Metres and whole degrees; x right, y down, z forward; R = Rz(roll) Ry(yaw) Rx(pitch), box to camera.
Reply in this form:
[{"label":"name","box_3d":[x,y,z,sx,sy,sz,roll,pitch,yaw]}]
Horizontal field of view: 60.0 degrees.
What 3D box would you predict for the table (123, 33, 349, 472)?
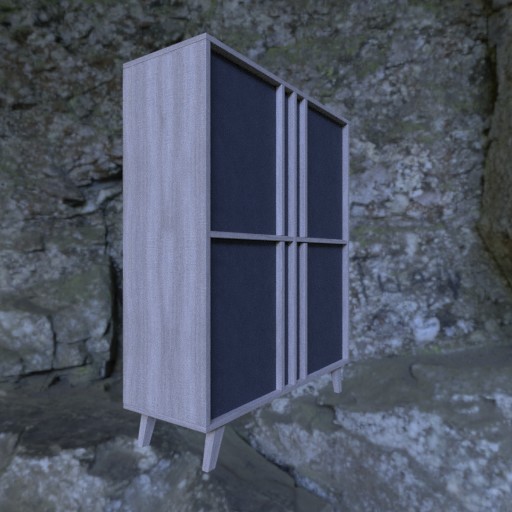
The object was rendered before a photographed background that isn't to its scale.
[{"label":"table","box_3d":[0.000,0.000,1.944,0.398,1.388,1.111,0,0,35]}]
